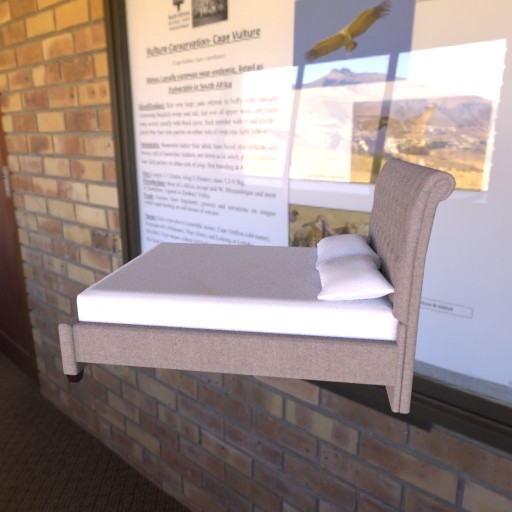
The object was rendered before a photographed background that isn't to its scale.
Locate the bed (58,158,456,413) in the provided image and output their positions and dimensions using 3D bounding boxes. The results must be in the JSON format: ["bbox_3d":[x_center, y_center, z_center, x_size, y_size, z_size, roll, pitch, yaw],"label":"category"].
[{"bbox_3d":[0.000,0.000,3.297,2.252,1.371,1.645,2,15,8],"label":"bed"}]
